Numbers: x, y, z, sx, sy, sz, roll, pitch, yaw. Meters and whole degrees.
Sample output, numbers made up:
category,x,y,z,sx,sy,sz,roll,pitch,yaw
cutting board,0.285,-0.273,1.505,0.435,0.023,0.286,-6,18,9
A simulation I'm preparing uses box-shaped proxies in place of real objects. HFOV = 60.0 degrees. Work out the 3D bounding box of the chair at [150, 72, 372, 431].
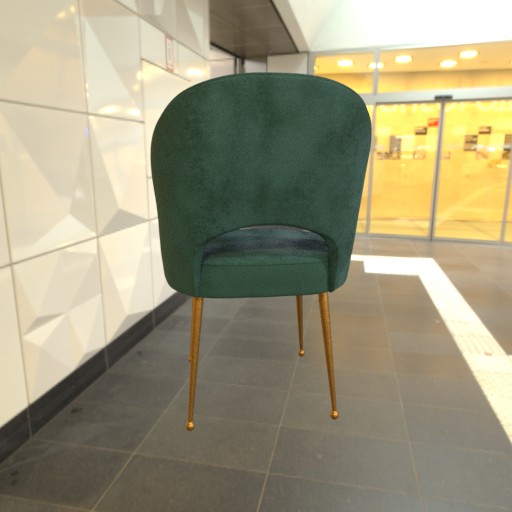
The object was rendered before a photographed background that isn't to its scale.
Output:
category,x,y,z,sx,sy,sz,roll,pitch,yaw
chair,0.000,0.000,1.231,0.527,0.860,0.577,-2,13,-7
